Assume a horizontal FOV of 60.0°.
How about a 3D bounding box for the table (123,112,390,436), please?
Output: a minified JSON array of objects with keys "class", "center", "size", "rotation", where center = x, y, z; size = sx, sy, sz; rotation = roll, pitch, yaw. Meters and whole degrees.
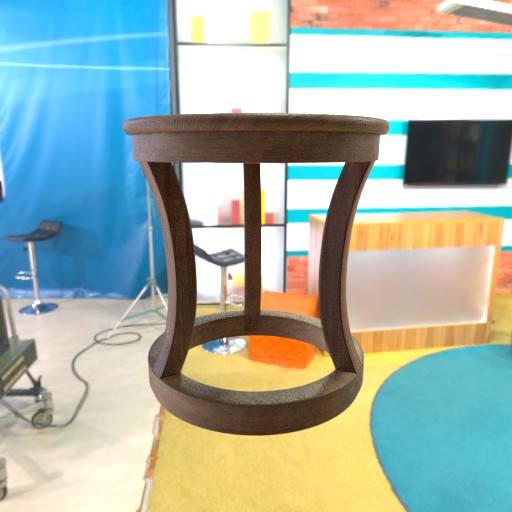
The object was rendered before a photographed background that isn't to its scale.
[{"class":"table","center":[0.000,0.000,0.798],"size":[0.432,0.460,0.432],"rotation":[0,13,0]}]
